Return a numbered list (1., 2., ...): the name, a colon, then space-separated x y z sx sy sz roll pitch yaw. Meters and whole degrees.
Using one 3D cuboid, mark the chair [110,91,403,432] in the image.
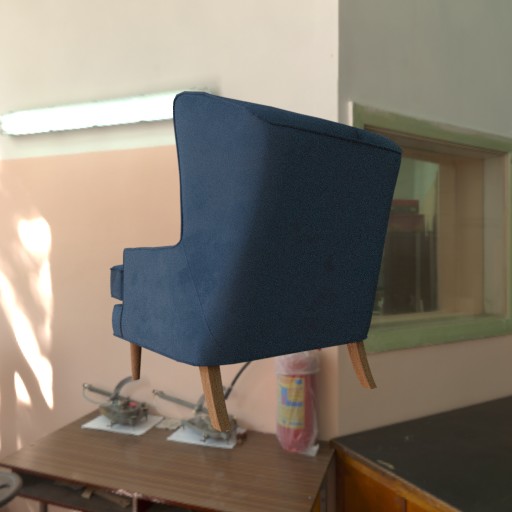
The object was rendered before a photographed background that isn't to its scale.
1. chair: 0.000 0.000 1.625 0.793 0.952 0.910 0 0 -37
